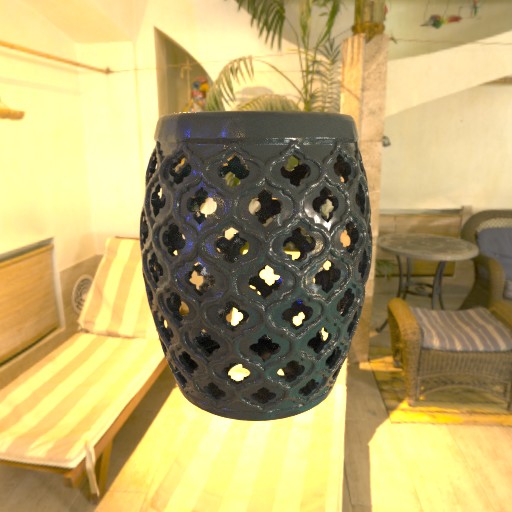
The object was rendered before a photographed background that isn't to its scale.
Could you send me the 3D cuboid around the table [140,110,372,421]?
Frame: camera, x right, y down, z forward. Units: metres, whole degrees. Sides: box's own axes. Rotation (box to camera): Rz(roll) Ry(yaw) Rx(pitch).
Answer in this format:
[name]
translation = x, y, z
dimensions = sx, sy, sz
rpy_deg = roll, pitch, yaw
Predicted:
[table]
translation = 0.000, 0.000, 0.644
dimensions = 0.325, 0.388, 0.325
rpy_deg = 0, 15, 0
